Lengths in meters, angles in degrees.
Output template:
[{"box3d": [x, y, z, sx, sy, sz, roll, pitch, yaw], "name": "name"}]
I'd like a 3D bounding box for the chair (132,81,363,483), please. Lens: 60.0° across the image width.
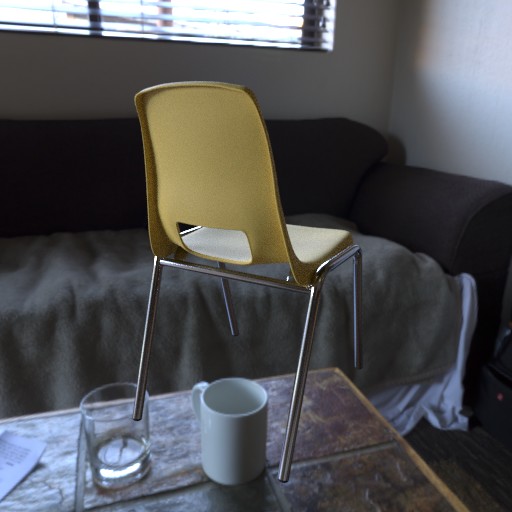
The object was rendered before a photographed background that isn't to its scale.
[{"box3d": [0.000, 0.000, 0.921, 0.381, 0.653, 0.436, 10, 20, 27], "name": "chair"}]
